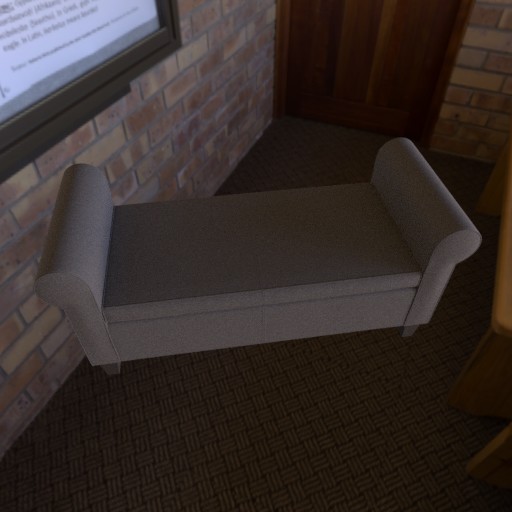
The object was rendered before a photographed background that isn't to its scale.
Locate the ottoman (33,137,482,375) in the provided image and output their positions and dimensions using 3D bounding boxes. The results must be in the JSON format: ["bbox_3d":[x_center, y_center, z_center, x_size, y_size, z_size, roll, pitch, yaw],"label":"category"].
[{"bbox_3d":[0.000,0.000,1.552,1.256,0.547,0.521,-6,46,-6],"label":"ottoman"}]
